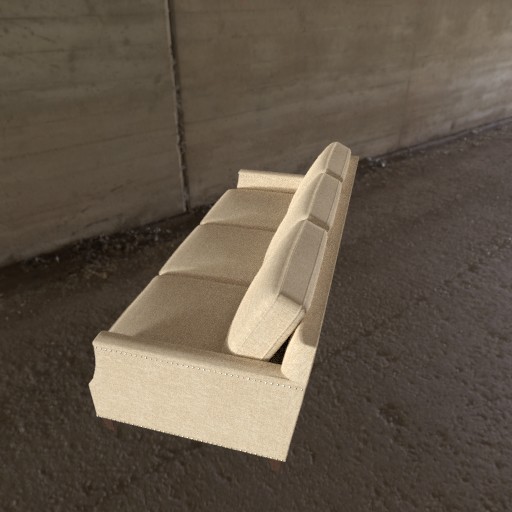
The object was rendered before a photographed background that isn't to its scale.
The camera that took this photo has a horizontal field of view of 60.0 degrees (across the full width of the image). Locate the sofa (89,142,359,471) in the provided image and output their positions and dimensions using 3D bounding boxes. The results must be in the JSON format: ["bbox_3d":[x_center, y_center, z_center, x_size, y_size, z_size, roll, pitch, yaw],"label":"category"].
[{"bbox_3d":[0.000,0.000,2.773,1.041,0.940,2.210,8,32,13],"label":"sofa"}]
